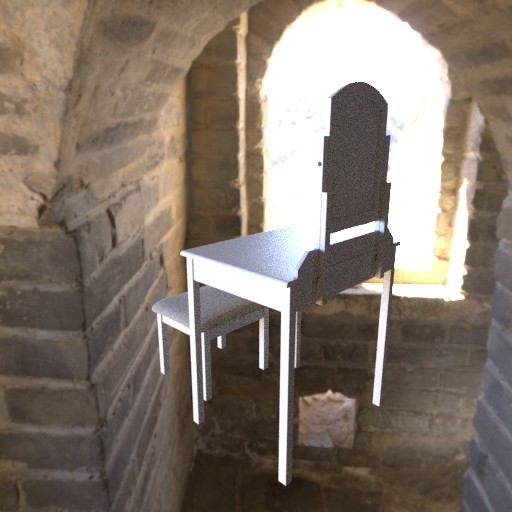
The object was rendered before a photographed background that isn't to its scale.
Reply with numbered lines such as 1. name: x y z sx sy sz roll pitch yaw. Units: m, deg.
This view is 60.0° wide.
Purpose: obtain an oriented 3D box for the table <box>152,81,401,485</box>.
1. table: 0.000 0.000 2.324 1.211 1.631 0.876 15 22 42
